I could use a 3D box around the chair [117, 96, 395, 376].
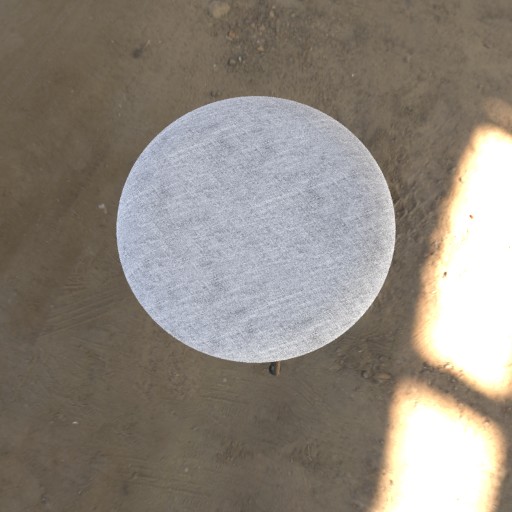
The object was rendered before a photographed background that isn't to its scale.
[{"bbox_3d":[0.000,0.000,0.648,0.350,0.386,0.350,-11,76,-3],"label":"chair"}]
